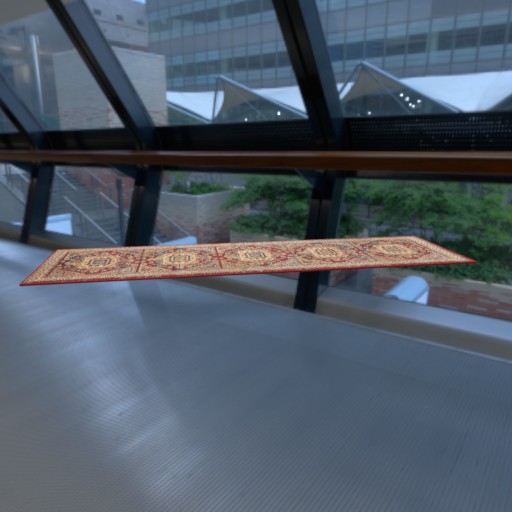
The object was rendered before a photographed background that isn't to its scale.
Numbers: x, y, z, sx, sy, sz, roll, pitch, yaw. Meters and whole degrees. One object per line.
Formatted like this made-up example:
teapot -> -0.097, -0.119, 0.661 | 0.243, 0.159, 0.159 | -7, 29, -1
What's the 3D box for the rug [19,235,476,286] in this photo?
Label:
rug -> 0.000, 0.000, 2.508 | 2.292, 0.015, 0.659 | -3, 15, -9
